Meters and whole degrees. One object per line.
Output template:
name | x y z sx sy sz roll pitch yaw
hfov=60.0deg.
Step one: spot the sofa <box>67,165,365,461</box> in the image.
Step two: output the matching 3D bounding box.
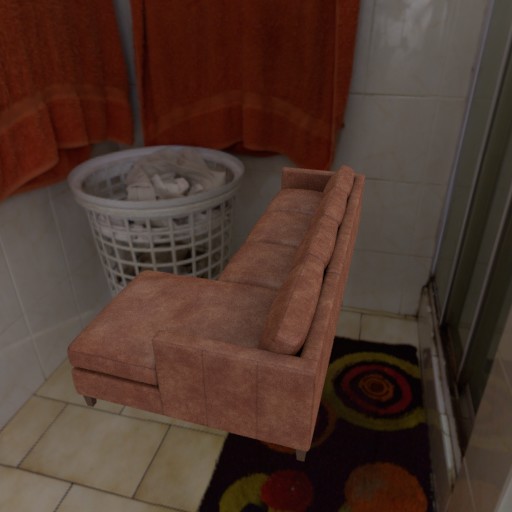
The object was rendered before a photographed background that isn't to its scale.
sofa | 0.000 0.000 3.918 1.581 0.883 3.203 8 30 14
